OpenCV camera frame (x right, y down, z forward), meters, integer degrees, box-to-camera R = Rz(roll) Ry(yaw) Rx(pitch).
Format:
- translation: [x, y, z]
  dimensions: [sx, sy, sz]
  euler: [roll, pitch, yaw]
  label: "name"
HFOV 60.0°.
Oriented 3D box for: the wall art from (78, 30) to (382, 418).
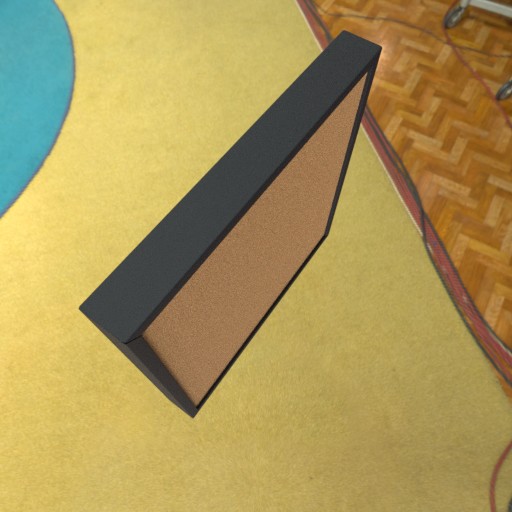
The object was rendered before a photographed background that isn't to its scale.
- translation: [0.000, 0.000, 0.444]
  dimensions: [0.037, 0.305, 0.305]
  euler: [32, 67, 16]
  label: "wall art"
